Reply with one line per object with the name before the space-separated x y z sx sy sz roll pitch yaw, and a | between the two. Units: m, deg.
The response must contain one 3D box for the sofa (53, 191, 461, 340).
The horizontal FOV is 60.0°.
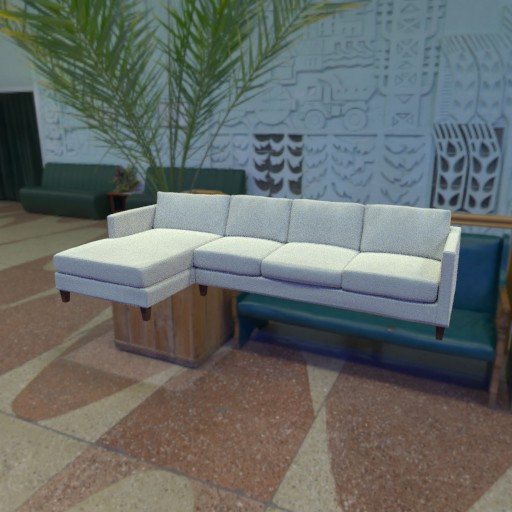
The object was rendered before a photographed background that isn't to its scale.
sofa | 0.000 0.000 3.864 3.186 0.861 1.625 8 17 25
